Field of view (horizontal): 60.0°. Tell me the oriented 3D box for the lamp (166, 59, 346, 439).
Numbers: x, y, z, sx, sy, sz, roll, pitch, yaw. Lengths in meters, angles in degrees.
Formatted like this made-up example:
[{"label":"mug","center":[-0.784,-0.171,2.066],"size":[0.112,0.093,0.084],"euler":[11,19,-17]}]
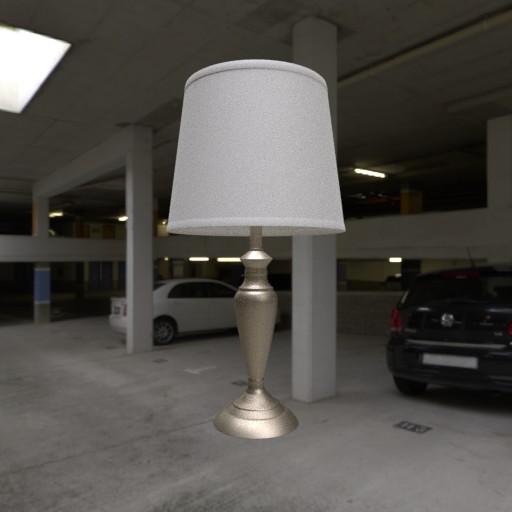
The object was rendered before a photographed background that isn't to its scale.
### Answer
[{"label":"lamp","center":[0.000,0.000,0.829],"size":[0.328,0.619,0.328],"euler":[0,0,0]}]
